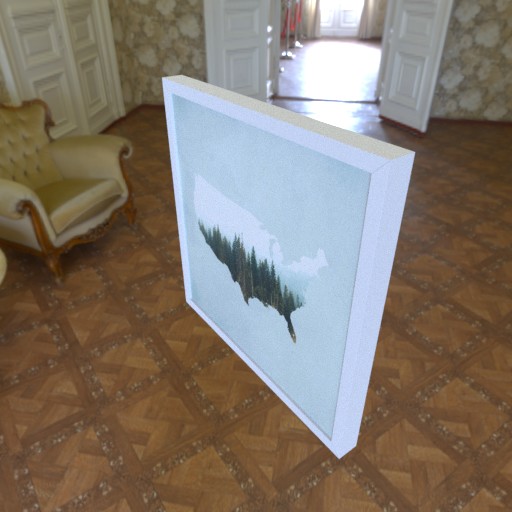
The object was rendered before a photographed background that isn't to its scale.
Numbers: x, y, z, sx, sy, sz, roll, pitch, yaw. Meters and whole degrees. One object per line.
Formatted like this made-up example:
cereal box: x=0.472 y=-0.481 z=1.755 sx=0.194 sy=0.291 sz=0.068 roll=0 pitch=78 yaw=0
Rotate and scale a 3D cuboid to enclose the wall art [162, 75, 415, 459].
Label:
wall art: x=0.000 y=0.000 z=0.458 sx=0.024 sy=0.304 sz=0.304 roll=-22 pitch=39 yaw=-30
